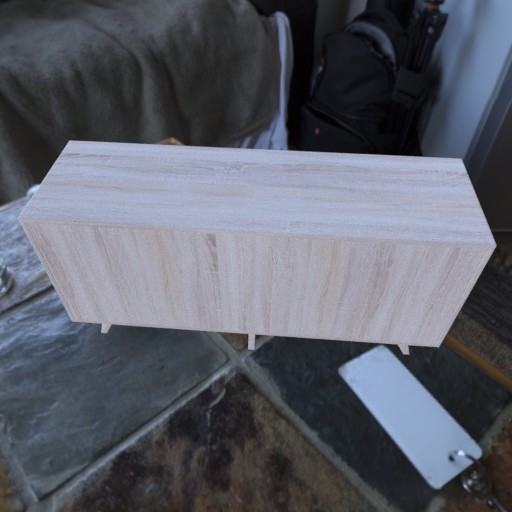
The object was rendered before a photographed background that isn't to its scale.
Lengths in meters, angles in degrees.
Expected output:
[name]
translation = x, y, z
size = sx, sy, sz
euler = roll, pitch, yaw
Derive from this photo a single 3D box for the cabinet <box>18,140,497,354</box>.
[cabinet]
translation = 0.000, 0.000, 1.976
size = 1.650, 0.780, 0.500
euler = 3, 47, 3
